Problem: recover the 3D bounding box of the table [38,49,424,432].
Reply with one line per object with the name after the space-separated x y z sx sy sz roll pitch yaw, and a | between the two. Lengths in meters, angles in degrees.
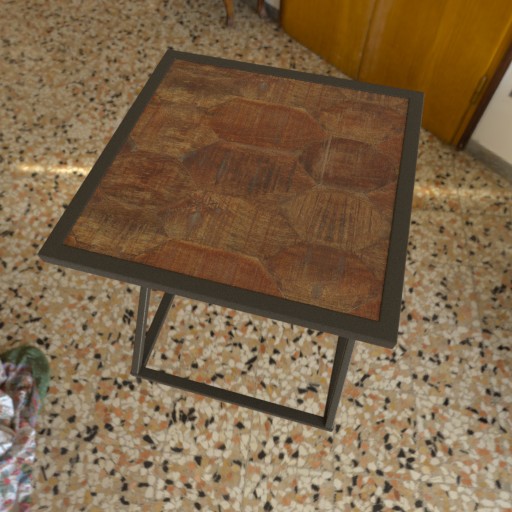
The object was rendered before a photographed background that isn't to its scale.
0.000 0.000 0.952 0.500 0.565 0.500 13 59 8 | table
